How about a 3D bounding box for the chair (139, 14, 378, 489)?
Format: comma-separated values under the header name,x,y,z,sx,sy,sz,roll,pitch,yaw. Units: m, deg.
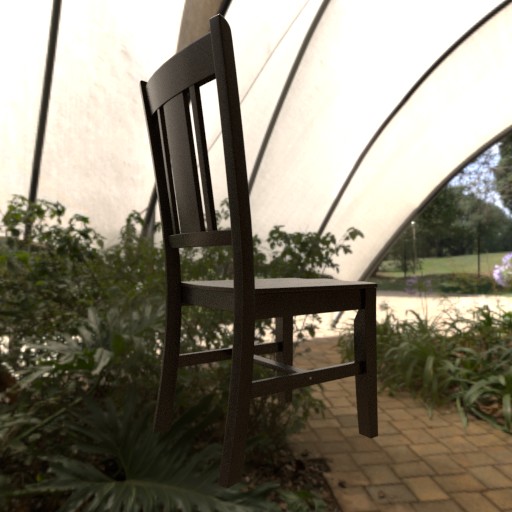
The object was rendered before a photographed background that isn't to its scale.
name,x,y,z,sx,sy,sz,roll,pitch,yaw
chair,0.000,0.000,1.241,0.555,0.998,0.450,0,-1,-35
